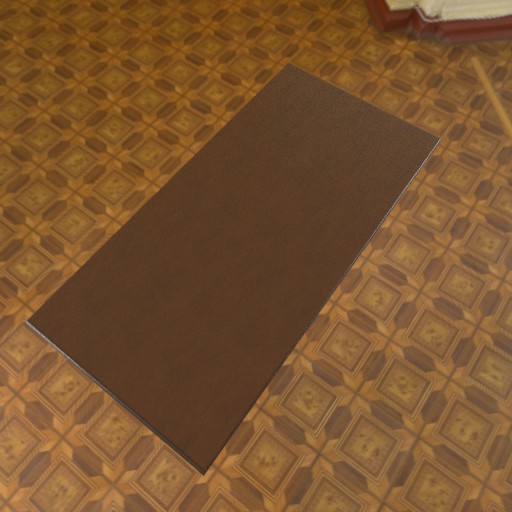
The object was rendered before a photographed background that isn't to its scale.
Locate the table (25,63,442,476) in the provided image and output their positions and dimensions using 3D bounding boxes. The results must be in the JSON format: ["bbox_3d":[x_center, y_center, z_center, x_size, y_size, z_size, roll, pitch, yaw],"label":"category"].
[{"bbox_3d":[0.000,0.000,1.475,0.594,0.459,1.197,33,68,16],"label":"table"}]
